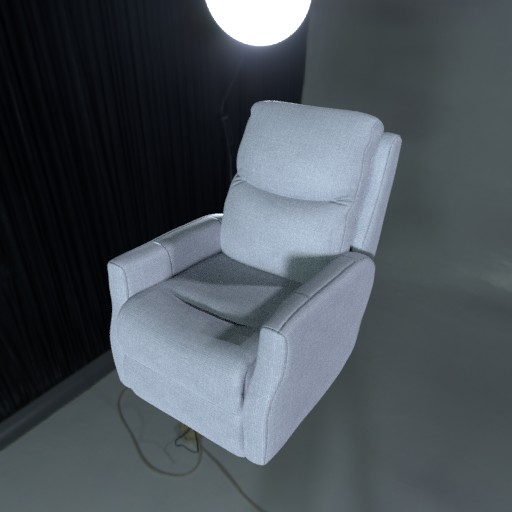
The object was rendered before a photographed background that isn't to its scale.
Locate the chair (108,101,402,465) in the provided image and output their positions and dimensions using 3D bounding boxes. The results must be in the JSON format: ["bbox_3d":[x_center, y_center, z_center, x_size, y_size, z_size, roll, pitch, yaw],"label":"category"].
[{"bbox_3d":[0.000,0.000,1.764,0.829,1.030,1.080,18,34,29],"label":"chair"}]
